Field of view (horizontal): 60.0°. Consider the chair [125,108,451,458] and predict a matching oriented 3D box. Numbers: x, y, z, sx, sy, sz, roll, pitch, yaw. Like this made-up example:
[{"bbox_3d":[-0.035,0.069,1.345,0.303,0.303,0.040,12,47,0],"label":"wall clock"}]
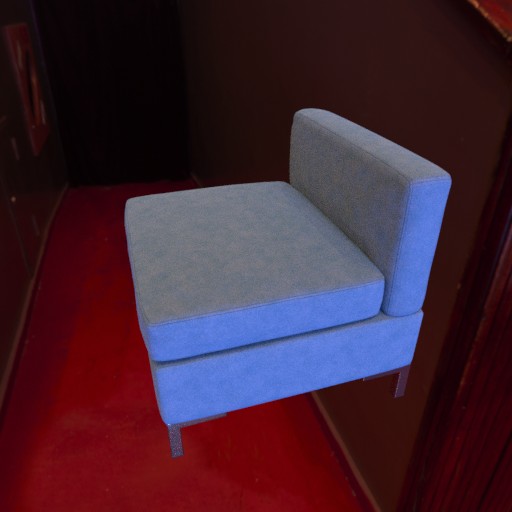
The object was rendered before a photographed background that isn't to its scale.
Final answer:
[{"bbox_3d":[0.000,0.000,1.256,0.685,0.660,0.684,-9,32,-15],"label":"chair"}]
